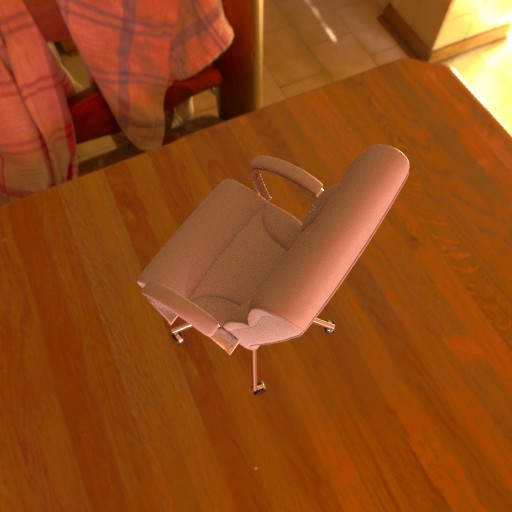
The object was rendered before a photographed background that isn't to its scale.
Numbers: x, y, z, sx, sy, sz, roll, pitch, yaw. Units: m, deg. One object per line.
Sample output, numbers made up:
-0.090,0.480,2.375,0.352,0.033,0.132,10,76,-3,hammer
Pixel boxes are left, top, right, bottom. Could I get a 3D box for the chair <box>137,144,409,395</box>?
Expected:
0.000,0.000,1.612,0.745,1.099,0.727,32,68,14,chair
